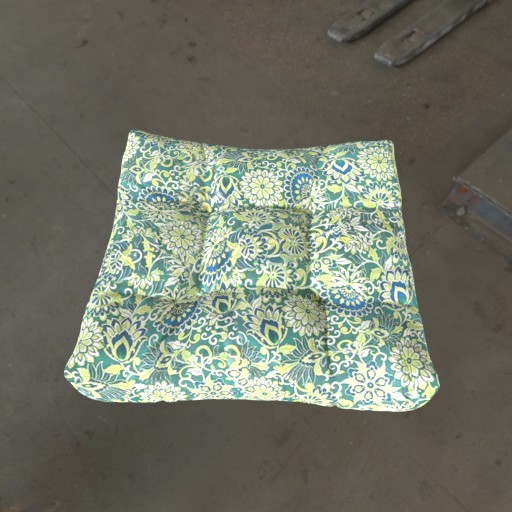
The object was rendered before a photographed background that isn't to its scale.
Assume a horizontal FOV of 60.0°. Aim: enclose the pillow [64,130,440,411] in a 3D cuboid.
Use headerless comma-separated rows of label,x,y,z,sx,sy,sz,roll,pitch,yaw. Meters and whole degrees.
pillow,0.000,0.000,0.714,0.490,0.128,0.468,2,59,1
